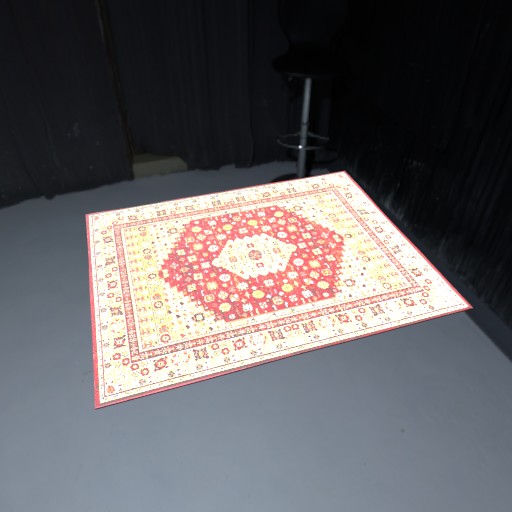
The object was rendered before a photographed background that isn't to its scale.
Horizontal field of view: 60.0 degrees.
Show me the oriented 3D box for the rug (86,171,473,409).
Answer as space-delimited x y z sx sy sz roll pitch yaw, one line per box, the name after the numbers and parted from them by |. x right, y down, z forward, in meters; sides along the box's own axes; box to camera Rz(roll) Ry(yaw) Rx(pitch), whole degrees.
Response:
0.000 0.000 4.215 3.053 0.013 2.387 -12 42 -13 | rug
